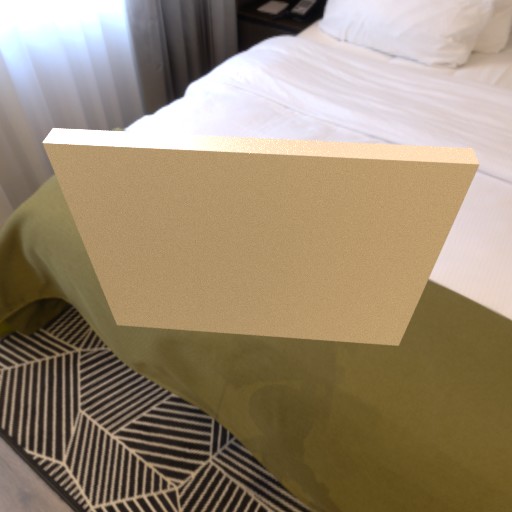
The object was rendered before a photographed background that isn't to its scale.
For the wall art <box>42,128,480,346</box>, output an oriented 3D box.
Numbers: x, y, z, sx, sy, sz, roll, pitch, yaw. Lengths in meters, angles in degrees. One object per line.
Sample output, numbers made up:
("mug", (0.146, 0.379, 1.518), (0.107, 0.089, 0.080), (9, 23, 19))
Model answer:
("wall art", (0.000, 0.000, 1.385), (1.056, 0.801, 0.066), (4, 47, 3))
